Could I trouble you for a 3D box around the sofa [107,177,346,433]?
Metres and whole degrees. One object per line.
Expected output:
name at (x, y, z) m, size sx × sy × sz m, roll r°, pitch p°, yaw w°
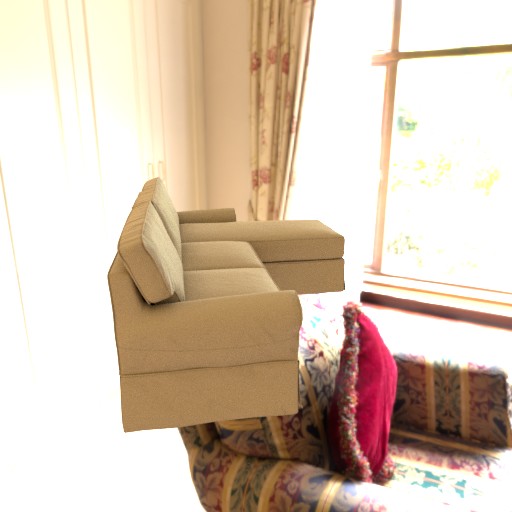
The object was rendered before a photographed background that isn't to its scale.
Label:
sofa at (0.000, 0.000, 3.245) m, size 1.733 × 0.978 × 2.475 m, roll -3°, pitch 17°, yaw -10°
